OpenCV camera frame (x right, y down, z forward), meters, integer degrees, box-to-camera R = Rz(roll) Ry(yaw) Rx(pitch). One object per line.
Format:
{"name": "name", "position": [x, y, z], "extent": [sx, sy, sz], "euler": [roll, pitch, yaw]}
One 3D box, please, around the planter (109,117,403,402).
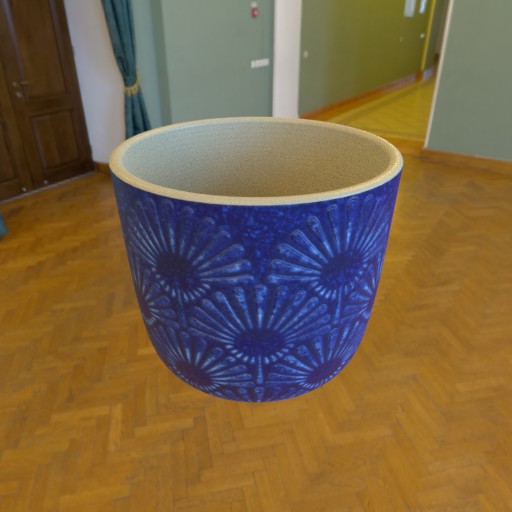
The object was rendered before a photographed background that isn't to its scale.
{"name": "planter", "position": [0.000, 0.000, 0.220], "extent": [0.124, 0.109, 0.124], "euler": [0, 29, 0]}
